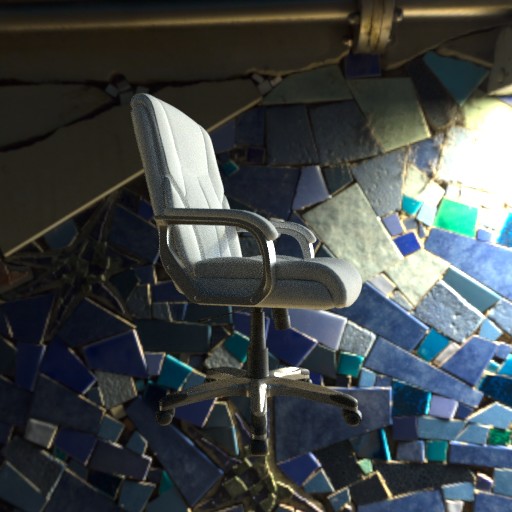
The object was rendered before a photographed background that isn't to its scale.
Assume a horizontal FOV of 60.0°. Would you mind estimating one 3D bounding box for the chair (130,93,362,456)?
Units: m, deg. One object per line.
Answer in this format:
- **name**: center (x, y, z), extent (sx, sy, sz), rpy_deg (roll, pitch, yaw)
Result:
- **chair**: center (0.000, 0.000, 1.578), extent (0.738, 1.120, 0.687), rpy_deg (0, 1, 18)
